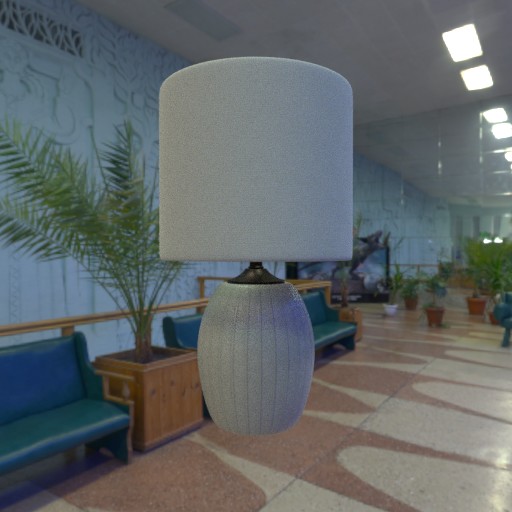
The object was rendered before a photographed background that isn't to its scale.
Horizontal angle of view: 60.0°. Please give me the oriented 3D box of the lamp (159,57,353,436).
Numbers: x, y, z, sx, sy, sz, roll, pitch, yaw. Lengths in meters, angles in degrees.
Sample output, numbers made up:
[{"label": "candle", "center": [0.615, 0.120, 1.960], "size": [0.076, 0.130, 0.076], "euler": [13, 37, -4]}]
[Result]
[{"label": "lamp", "center": [0.000, 0.000, 0.771], "size": [0.328, 0.570, 0.328], "euler": [0, 1, 0]}]
